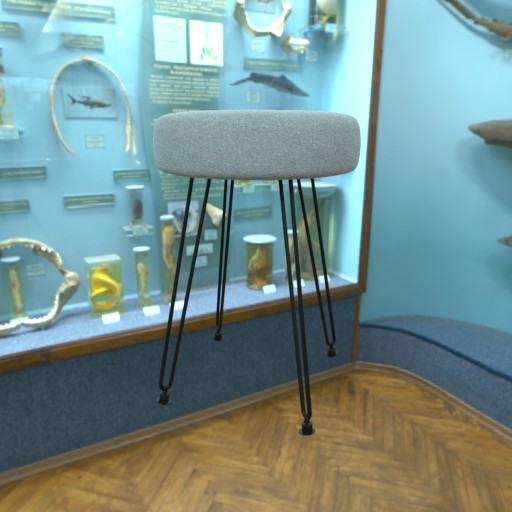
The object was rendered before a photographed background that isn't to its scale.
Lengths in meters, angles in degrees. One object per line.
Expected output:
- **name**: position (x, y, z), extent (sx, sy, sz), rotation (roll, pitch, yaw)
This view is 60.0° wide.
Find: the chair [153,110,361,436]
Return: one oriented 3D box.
- **chair**: position (0.000, 0.000, 0.710), extent (0.350, 0.440, 0.350), rotation (-8, 18, -26)
